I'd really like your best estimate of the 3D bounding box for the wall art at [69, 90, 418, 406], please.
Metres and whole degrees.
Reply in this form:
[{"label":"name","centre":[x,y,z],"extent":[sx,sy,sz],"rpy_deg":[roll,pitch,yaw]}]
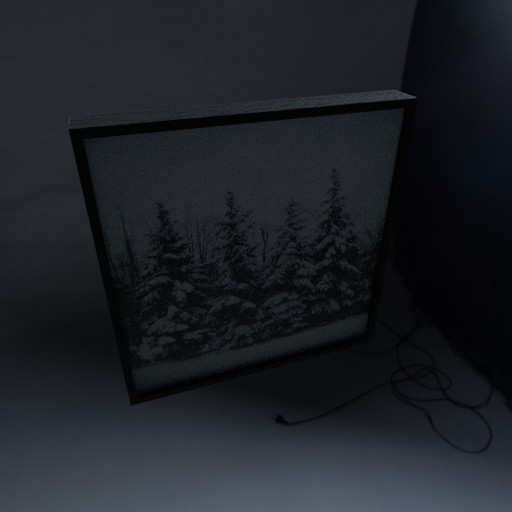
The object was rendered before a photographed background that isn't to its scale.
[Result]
[{"label":"wall art","centre":[0.000,0.000,0.465],"extent":[0.305,0.305,0.037],"rpy_deg":[-11,34,-16]}]
